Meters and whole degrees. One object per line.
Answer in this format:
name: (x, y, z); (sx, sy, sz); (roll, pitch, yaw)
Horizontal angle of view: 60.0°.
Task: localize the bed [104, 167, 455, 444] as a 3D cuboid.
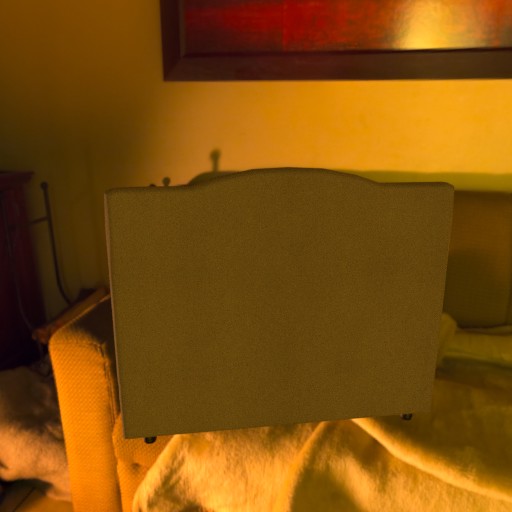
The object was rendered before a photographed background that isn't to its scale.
bed: (0.000, 0.000, 3.240); (1.744, 1.441, 2.128); (-2, 16, -8)
